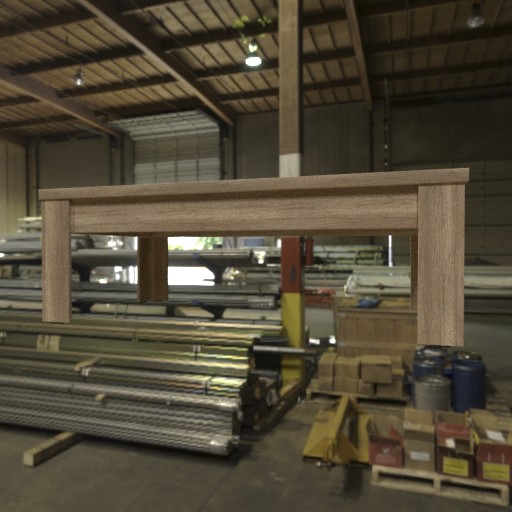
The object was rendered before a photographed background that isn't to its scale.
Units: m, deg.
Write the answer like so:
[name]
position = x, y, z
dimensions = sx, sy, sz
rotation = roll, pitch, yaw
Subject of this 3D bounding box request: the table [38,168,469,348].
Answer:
[table]
position = 0.000, 0.000, 1.658
dimensions = 1.350, 0.460, 0.700
rotation = 0, 1, 18
